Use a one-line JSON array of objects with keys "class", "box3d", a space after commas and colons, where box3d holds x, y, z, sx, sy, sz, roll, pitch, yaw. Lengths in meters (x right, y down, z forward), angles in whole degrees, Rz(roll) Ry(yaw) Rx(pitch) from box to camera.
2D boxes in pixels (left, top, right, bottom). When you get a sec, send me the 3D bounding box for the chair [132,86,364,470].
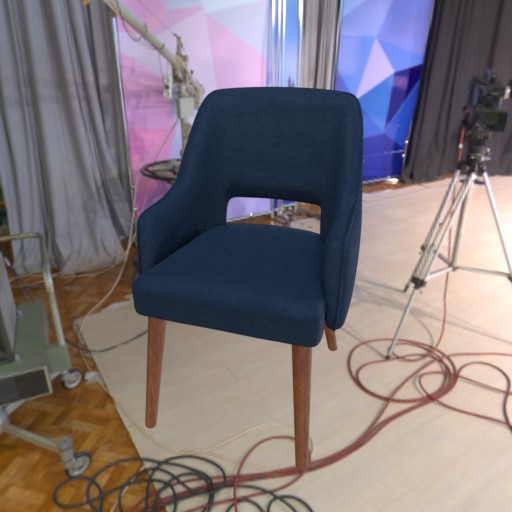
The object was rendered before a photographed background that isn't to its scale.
[{"class": "chair", "box3d": [0.000, 0.000, 1.230, 0.559, 0.844, 0.591, 8, 26, 17]}]
